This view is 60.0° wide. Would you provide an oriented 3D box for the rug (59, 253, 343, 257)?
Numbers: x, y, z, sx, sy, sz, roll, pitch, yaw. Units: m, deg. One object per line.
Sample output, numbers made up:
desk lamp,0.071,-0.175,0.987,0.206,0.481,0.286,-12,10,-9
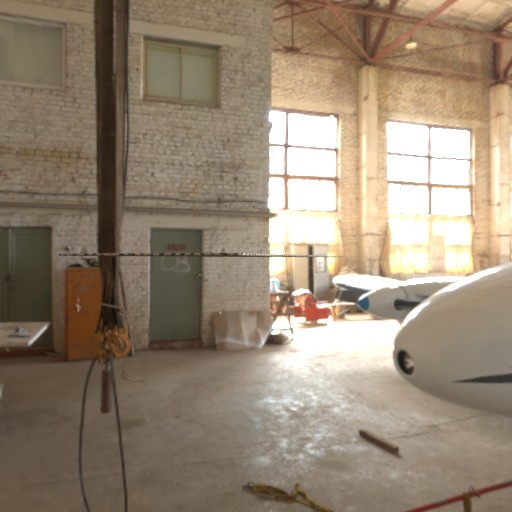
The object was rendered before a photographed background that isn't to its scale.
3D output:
rug,0.000,0.000,2.500,0.676,0.008,2.277,0,0,19
